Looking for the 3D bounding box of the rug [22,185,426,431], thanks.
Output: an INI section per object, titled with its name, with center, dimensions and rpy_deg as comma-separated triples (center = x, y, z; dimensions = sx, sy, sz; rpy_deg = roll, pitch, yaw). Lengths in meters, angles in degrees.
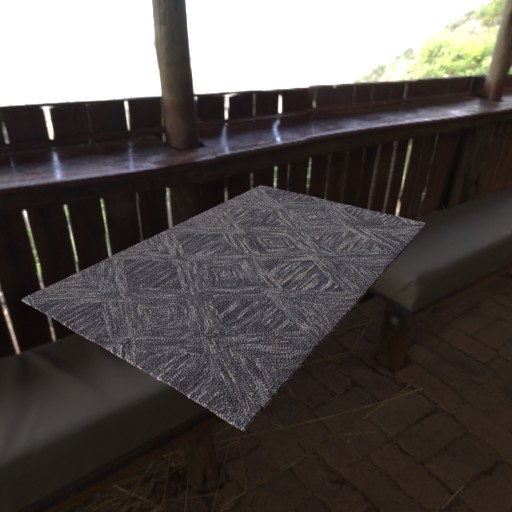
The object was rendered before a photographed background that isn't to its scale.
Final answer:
[rug]
center = 0.000, 0.000, 2.245
dimensions = 1.186, 0.012, 1.814
rpy_deg = 18, 33, 30
